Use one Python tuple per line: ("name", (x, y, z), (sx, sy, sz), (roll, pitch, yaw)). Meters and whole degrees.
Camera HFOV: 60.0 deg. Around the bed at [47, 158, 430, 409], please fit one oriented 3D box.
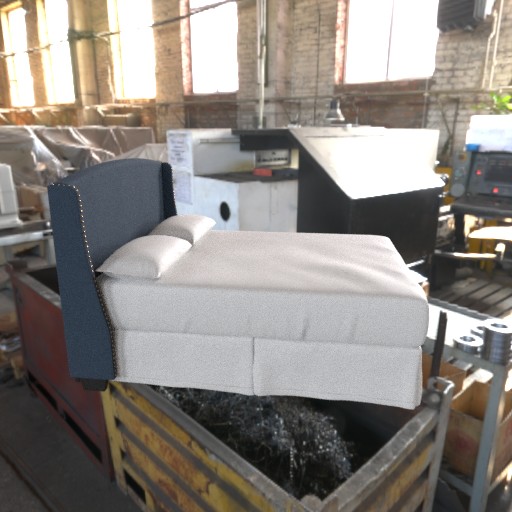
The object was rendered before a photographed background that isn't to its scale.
("bed", (0.000, 0.000, 3.357), (2.237, 1.407, 1.710), (2, 17, 7))
